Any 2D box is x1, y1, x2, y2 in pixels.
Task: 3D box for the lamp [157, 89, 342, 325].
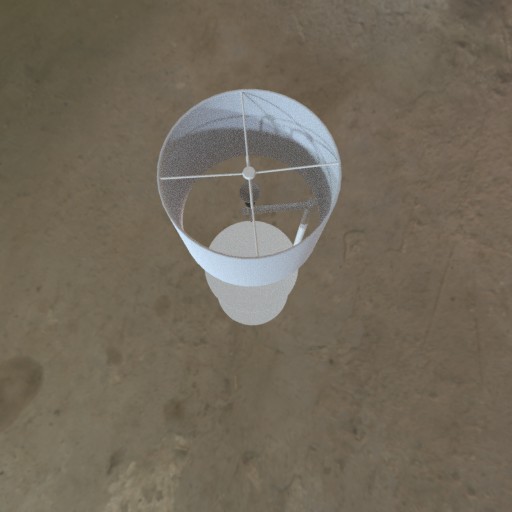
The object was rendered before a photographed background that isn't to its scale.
[{"bbox_3d":[0.000,0.000,1.605,0.405,1.465,0.372,-5,76,-1],"label":"lamp"}]
